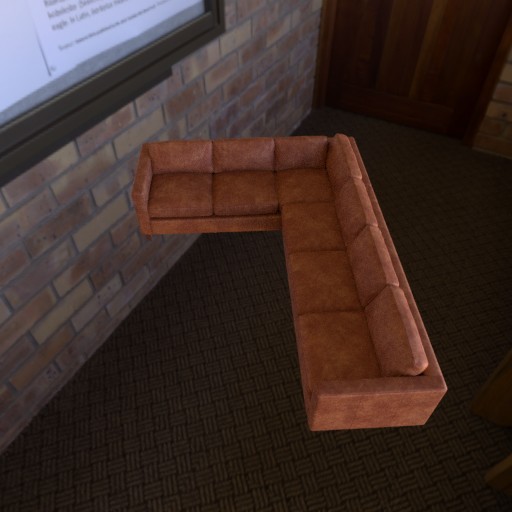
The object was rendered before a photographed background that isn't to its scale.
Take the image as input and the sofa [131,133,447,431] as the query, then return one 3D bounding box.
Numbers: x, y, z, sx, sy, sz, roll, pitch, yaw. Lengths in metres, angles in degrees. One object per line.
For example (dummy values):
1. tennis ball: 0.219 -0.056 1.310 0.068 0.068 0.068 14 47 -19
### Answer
1. sofa: 0.000 0.000 4.217 2.438 0.838 3.150 -2 47 -2
